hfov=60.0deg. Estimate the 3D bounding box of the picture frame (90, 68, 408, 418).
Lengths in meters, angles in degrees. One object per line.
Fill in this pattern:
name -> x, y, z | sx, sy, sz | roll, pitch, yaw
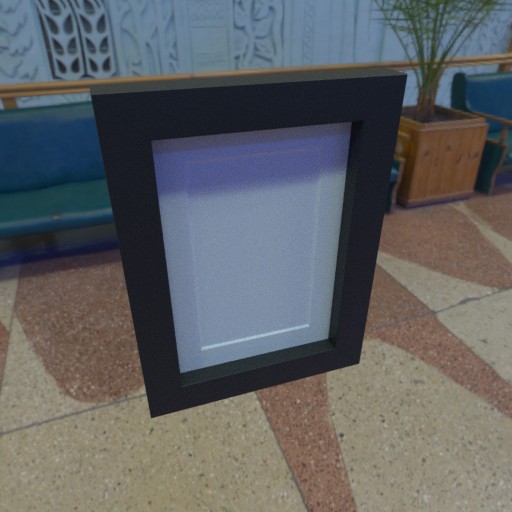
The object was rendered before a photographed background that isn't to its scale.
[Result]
picture frame -> 0.000, 0.000, 0.274 | 0.157, 0.208, 0.028 | -10, 33, -16
